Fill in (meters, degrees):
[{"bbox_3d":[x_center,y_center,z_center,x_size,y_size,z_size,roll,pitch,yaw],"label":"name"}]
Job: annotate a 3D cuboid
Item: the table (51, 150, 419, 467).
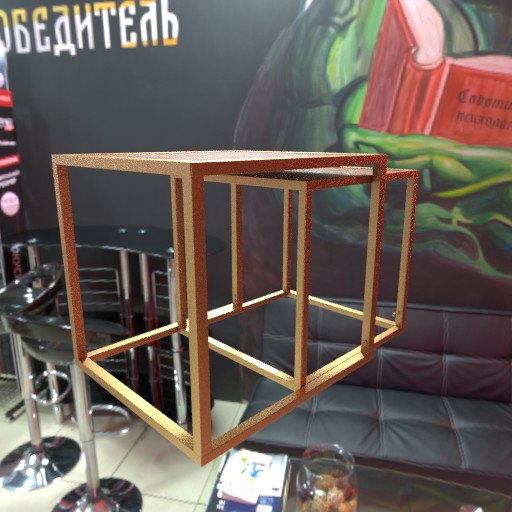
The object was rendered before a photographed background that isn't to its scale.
[{"bbox_3d":[0.000,0.000,1.116,0.505,0.505,0.762,14,20,43],"label":"table"}]
